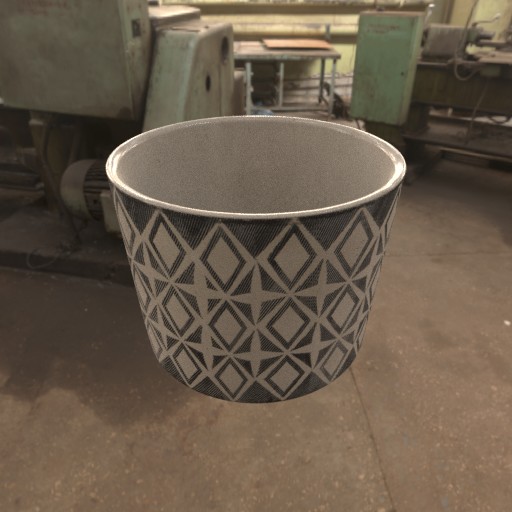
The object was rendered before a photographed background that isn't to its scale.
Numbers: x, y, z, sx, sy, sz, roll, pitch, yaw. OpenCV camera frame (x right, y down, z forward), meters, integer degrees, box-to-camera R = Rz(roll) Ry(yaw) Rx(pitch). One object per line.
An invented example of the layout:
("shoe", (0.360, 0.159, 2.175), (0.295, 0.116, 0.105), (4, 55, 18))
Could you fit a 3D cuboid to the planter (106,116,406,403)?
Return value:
("planter", (0.000, 0.000, 0.456), (0.260, 0.220, 0.260), (0, 32, 0))
